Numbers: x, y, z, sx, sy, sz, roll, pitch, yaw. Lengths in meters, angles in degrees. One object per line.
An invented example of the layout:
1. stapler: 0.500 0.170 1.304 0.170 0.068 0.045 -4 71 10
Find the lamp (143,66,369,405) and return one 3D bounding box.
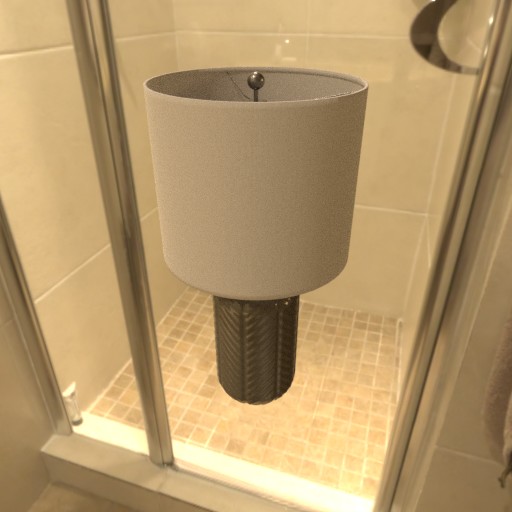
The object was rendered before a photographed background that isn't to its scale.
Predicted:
1. lamp: 0.000 0.000 0.502 0.203 0.389 0.203 -10 31 -16
